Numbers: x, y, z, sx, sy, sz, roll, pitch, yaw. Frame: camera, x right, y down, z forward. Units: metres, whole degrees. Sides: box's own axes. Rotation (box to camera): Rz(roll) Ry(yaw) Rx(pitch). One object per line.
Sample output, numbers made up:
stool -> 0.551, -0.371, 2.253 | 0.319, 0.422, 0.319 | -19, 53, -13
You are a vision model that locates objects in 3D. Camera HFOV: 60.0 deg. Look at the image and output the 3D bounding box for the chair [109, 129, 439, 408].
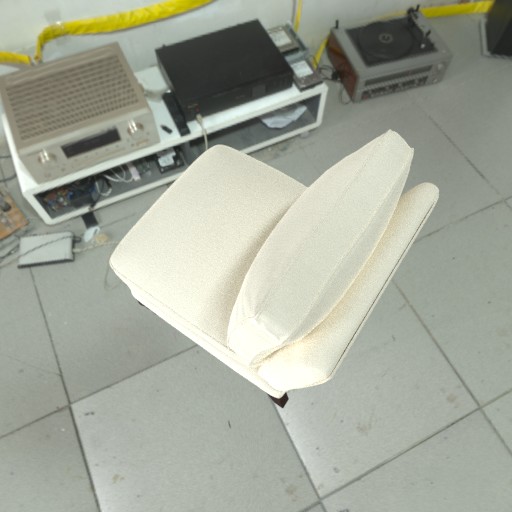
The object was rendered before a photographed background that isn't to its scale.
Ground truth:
chair -> 0.000, 0.000, 1.437 | 0.781, 0.887, 0.630 | 31, 67, 15
